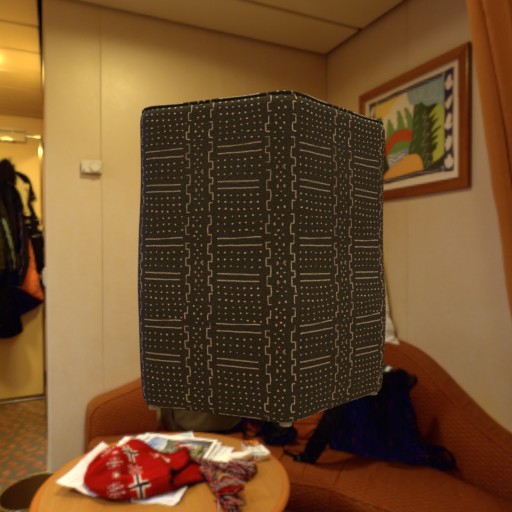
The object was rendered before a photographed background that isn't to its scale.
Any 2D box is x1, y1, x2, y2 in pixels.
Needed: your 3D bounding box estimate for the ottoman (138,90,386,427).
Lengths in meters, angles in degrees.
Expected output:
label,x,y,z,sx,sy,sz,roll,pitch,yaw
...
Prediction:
label,x,y,z,sx,sy,sz,roll,pitch,yaw
ottoman,0.000,0.000,0.878,0.494,0.502,0.443,0,0,19
